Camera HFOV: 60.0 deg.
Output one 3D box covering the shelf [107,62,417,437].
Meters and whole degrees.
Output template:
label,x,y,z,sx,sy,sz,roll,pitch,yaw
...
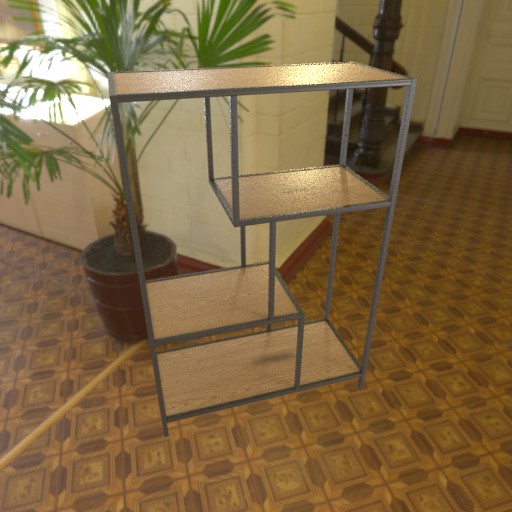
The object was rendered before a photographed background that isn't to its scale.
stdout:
label,x,y,z,sx,sy,sz,roll,pitch,yaw
shelf,0.000,0.000,1.491,0.770,1.138,0.350,-9,32,-14
